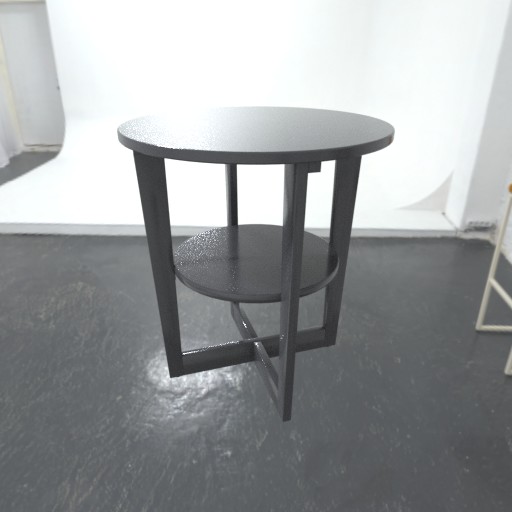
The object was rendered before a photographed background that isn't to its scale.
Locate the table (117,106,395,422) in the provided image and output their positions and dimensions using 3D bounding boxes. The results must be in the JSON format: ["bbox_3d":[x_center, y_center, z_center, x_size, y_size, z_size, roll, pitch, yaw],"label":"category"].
[{"bbox_3d":[0.000,0.000,0.946,0.500,0.550,0.500,0,25,0],"label":"table"}]
